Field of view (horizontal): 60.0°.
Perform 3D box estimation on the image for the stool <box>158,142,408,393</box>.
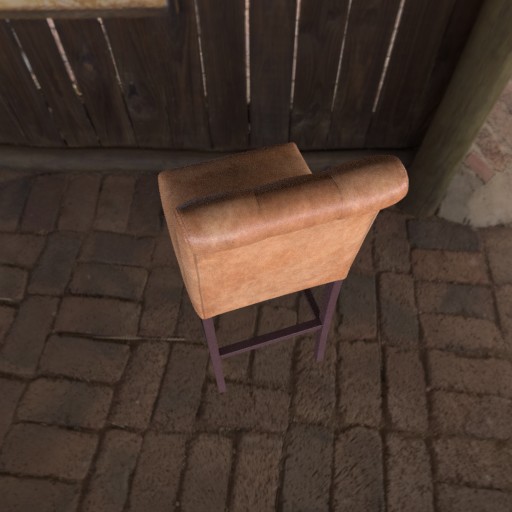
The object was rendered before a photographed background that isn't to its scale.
[{"bbox_3d":[0.000,0.000,1.430,0.493,1.140,0.601,-15,57,-10],"label":"stool"}]
